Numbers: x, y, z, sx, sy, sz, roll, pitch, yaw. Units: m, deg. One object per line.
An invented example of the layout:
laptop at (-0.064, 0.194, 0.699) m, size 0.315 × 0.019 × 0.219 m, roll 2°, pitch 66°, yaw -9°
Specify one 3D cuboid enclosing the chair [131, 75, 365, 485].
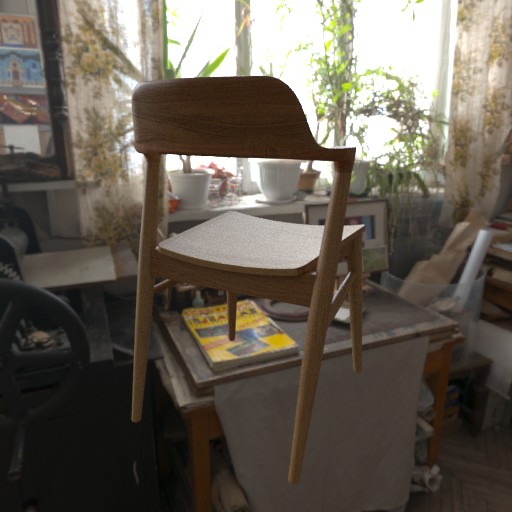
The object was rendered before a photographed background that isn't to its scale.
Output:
chair at (0.000, 0.000, 1.102) m, size 0.512 × 0.792 × 0.499 m, roll 9°, pitch 19°, yaw 26°
